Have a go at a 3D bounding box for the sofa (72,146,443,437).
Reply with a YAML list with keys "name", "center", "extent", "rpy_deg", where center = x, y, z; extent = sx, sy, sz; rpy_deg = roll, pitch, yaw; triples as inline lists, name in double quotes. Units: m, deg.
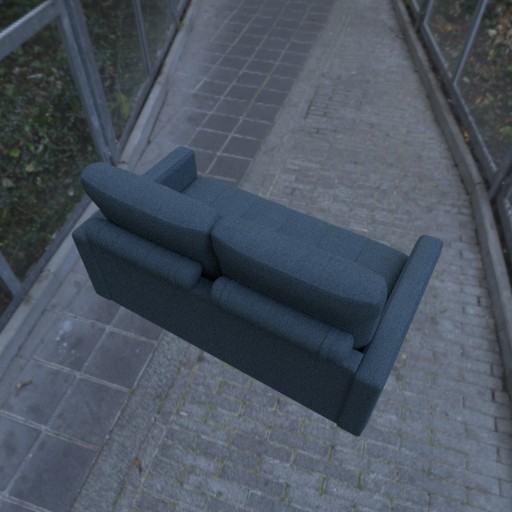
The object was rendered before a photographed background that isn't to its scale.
- name: "sofa"
  center: [0.000, 0.000, 1.974]
  extent: [1.407, 0.907, 0.842]
  rpy_deg: [24, 52, 20]
